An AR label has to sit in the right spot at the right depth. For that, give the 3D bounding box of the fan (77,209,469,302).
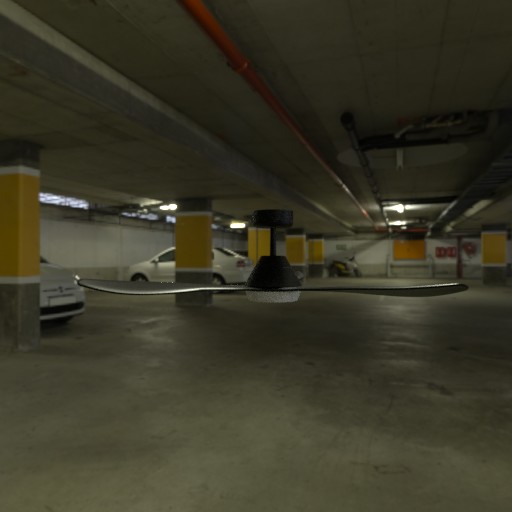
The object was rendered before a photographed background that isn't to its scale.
[{"bbox_3d":[0.000,0.000,1.624,1.067,0.305,1.067,0,0,0],"label":"fan"}]
